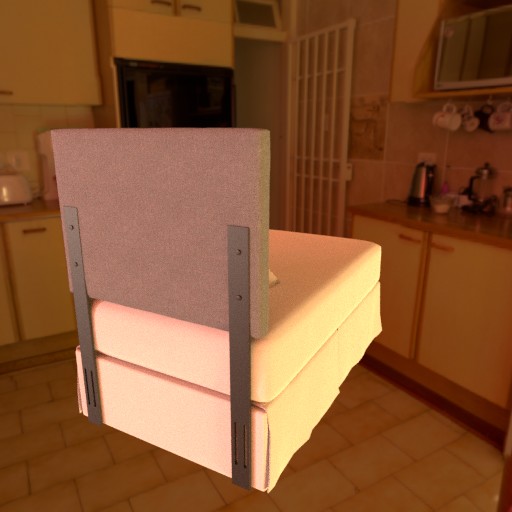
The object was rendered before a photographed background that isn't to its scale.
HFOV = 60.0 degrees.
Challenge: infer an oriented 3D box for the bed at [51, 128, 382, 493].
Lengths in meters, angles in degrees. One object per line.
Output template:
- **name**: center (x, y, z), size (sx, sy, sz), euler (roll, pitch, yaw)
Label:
- **bed**: center (0.000, 0.000, 2.851), size (1.261, 1.571, 1.997), euler (9, 18, 28)
